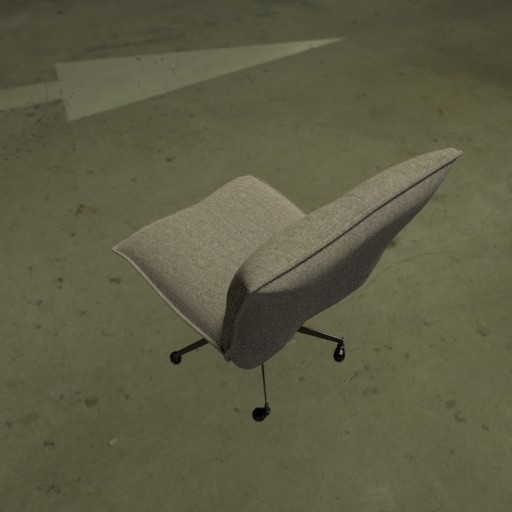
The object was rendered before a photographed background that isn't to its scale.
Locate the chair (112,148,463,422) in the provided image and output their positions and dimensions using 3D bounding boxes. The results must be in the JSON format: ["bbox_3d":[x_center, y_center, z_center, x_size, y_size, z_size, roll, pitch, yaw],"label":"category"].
[{"bbox_3d":[0.000,0.000,1.268,0.597,0.811,0.696,-32,55,-26],"label":"chair"}]
